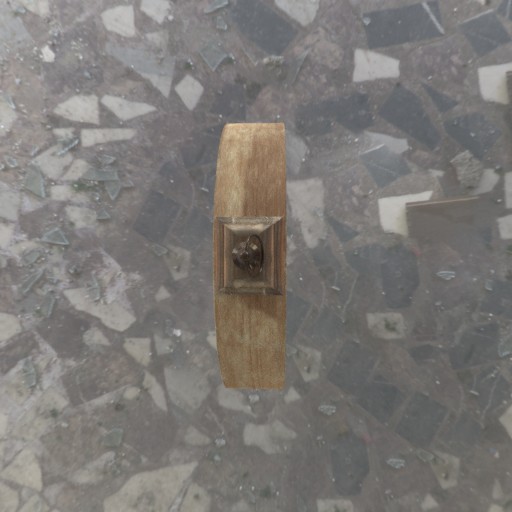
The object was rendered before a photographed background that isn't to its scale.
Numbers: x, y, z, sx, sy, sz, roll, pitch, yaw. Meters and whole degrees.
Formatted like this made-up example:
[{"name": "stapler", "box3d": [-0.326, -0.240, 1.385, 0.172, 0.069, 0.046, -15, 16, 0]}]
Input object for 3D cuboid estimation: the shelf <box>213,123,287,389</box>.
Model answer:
[{"name": "shelf", "box3d": [0.000, 0.000, 0.986, 0.125, 0.725, 0.601, 0, 90, 3]}]
